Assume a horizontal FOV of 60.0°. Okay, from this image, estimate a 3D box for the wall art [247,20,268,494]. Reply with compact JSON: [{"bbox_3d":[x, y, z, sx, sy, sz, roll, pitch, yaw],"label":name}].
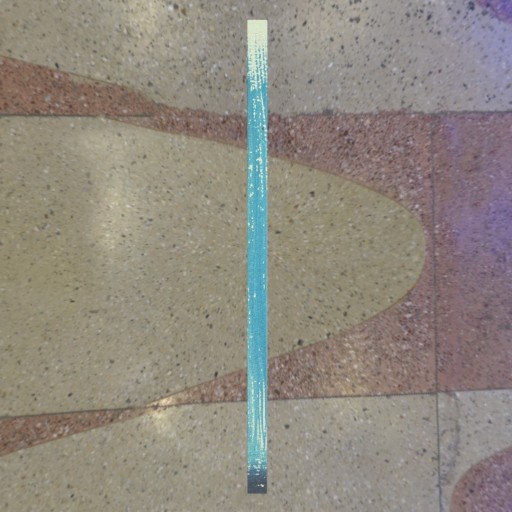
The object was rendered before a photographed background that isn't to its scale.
[{"bbox_3d":[0.000,0.000,1.158,0.039,0.610,0.914,0,92,0],"label":"wall art"}]
